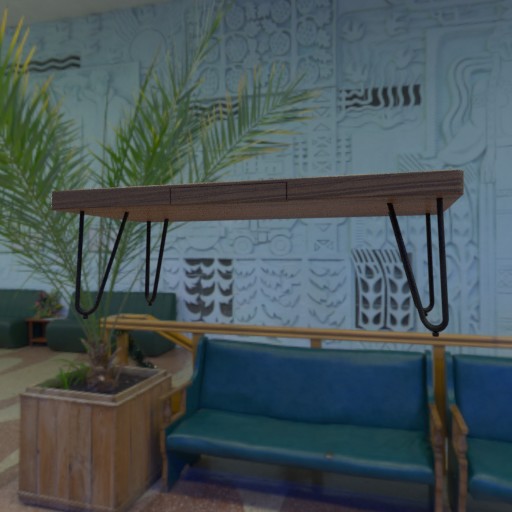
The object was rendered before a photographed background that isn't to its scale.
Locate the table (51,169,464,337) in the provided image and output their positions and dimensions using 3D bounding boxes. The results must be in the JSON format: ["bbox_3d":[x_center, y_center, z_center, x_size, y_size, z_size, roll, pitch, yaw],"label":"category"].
[{"bbox_3d":[0.000,0.000,1.697,1.375,0.468,0.637,0,0,17],"label":"table"}]
